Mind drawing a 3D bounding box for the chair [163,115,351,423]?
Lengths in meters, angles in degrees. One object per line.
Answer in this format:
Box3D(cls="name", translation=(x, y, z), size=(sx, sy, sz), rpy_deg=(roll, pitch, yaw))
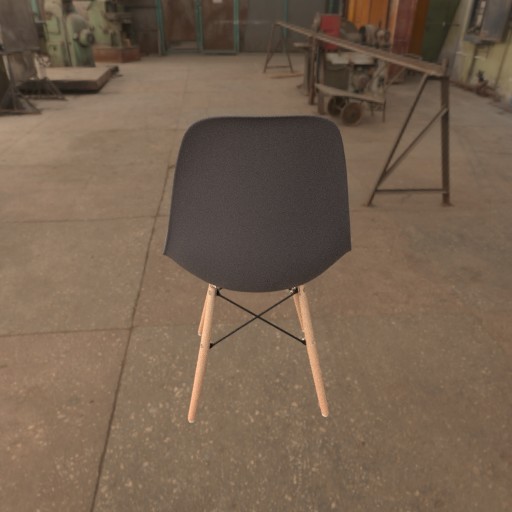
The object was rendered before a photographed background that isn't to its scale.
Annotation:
Box3D(cls="chair", translation=(0.000, 0.000, 1.144), size=(0.470, 0.826, 0.533), rpy_deg=(-1, 30, -2))
